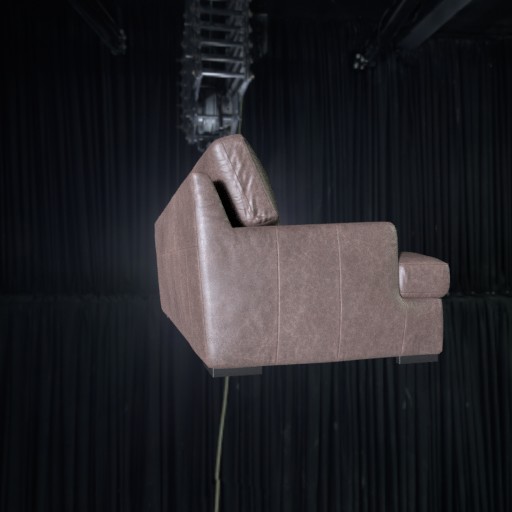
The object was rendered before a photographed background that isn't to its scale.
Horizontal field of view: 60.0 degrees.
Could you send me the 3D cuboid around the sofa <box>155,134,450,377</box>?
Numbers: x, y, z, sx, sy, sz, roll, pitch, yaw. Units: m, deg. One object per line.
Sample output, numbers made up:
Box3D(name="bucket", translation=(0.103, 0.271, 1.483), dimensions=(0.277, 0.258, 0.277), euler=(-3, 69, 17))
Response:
Box3D(name="sofa", translation=(0.000, 0.000, 2.801), dimensions=(1.143, 0.941, 2.261), euler=(0, -1, -16))
